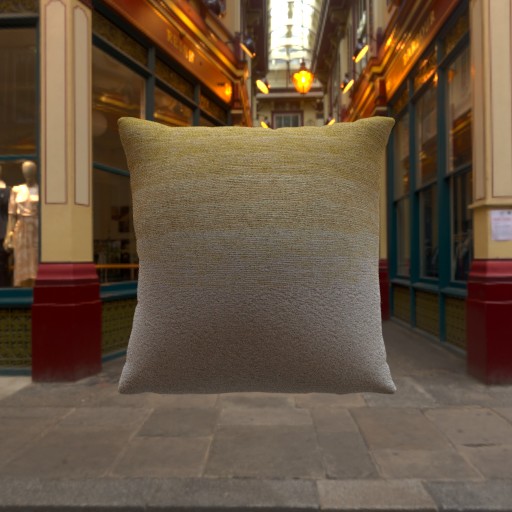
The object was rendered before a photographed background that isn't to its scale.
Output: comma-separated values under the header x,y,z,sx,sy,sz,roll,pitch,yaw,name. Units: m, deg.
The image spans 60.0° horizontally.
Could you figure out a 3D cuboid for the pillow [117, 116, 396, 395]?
x,y,z,sx,sy,sz,roll,pitch,yaw,name
0.000,0.000,0.719,0.450,0.450,0.211,0,0,1,pillow
